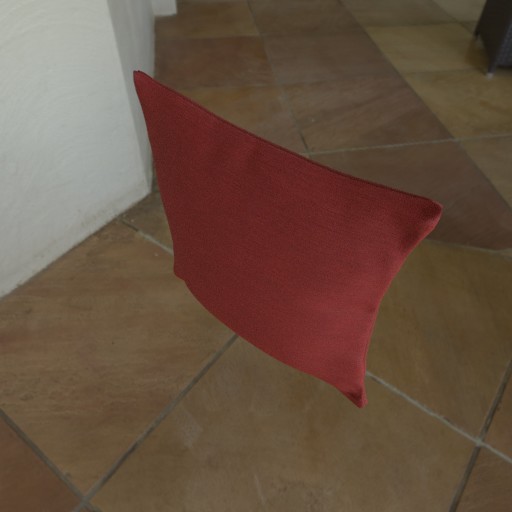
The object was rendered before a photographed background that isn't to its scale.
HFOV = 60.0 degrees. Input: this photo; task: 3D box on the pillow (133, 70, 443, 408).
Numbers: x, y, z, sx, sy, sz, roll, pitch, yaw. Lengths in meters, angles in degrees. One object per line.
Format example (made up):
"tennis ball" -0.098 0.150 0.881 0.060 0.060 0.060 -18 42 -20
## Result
"pillow" 0.000 0.000 0.637 0.435 0.416 0.151 32 55 26
